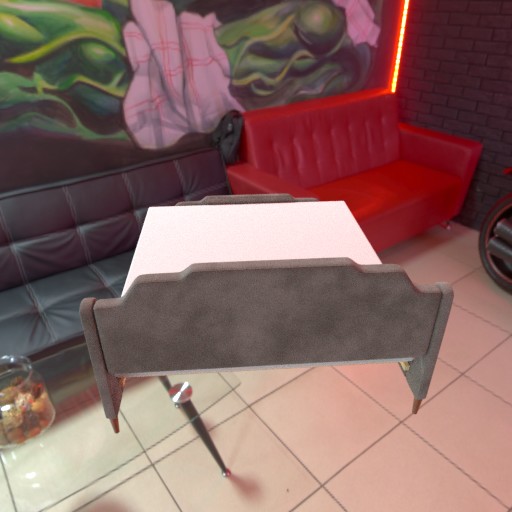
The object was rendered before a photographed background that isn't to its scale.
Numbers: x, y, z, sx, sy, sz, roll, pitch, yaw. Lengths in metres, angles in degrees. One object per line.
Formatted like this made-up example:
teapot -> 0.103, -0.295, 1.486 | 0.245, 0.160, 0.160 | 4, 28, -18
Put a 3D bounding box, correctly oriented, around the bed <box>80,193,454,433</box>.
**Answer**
bed -> 0.000, 0.000, 3.618 | 2.074, 1.245, 2.340 | -2, 31, -4
